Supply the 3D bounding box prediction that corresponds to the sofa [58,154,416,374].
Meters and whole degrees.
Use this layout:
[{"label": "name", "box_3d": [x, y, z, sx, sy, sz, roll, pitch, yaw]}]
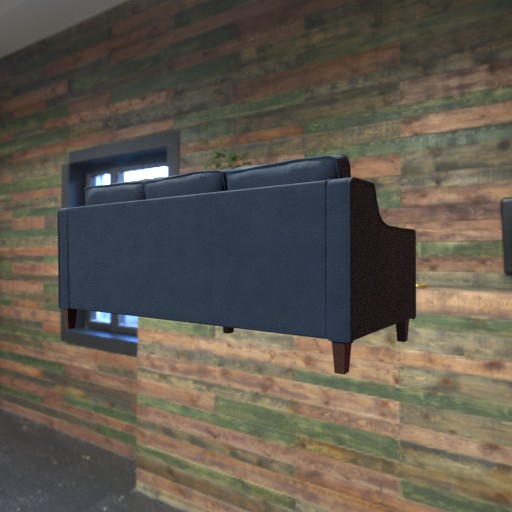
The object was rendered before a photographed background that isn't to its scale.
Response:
[{"label": "sofa", "box_3d": [0.000, 0.000, 3.360, 2.317, 1.066, 1.858, 0, 0, 35]}]
